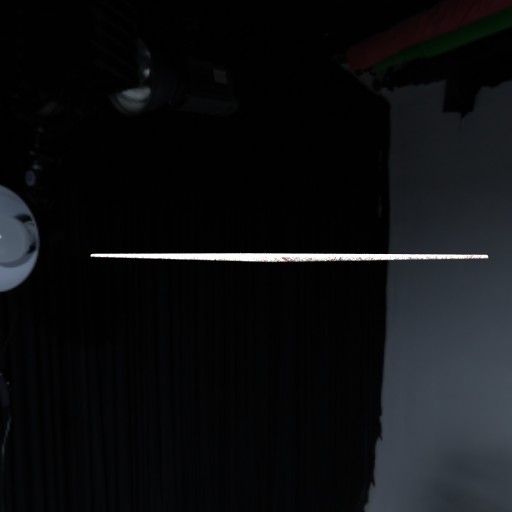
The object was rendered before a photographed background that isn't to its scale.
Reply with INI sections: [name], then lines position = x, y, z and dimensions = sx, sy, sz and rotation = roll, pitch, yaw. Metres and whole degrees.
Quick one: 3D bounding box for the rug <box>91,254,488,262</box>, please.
[rug]
position = 0.000, 0.000, 2.230
dimensions = 1.143, 0.014, 1.761
rotation = 0, 1, -36
